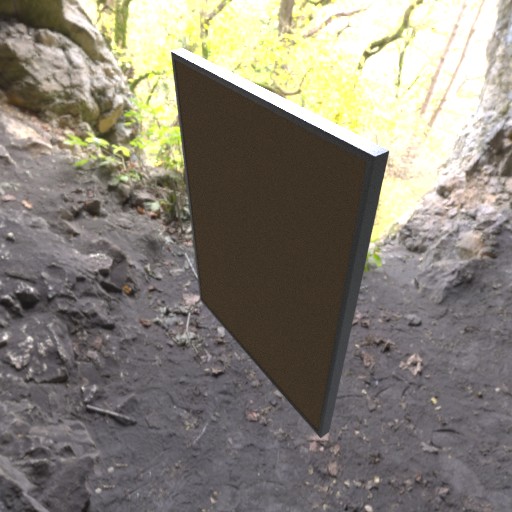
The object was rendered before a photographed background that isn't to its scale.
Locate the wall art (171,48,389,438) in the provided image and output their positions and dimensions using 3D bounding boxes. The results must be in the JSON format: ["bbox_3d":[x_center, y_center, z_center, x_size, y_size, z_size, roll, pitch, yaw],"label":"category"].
[{"bbox_3d":[0.000,0.000,1.420,0.041,1.062,0.803,-25,47,-27],"label":"wall art"}]
